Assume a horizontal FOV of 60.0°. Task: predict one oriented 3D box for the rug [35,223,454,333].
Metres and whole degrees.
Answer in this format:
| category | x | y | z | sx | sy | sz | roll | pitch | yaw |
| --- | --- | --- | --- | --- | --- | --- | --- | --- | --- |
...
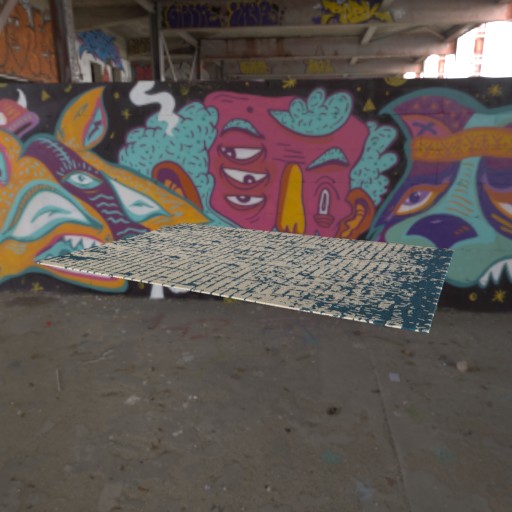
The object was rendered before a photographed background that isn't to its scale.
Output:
| category | x | y | z | sx | sy | sz | roll | pitch | yaw |
| --- | --- | --- | --- | --- | --- | --- | --- | --- | --- |
| rug | 0.000 | 0.000 | 2.312 | 1.828 | 0.007 | 1.220 | 7 | 16 | 26 |
